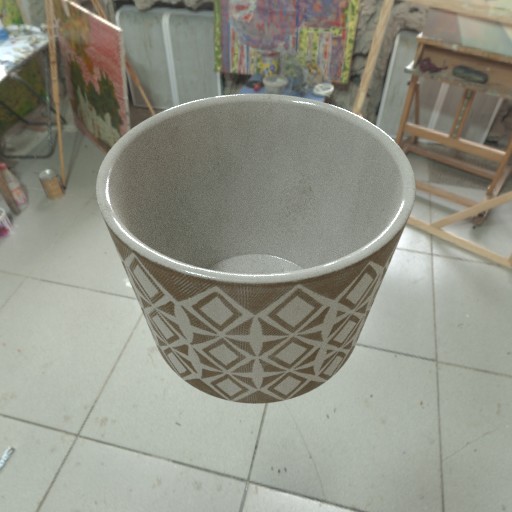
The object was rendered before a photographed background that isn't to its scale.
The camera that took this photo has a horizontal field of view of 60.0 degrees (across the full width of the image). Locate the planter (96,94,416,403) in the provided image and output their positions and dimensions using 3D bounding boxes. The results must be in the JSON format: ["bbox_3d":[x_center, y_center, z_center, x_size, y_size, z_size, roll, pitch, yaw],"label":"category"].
[{"bbox_3d":[0.000,0.000,0.449,0.260,0.220,0.260,0,46,0],"label":"planter"}]
